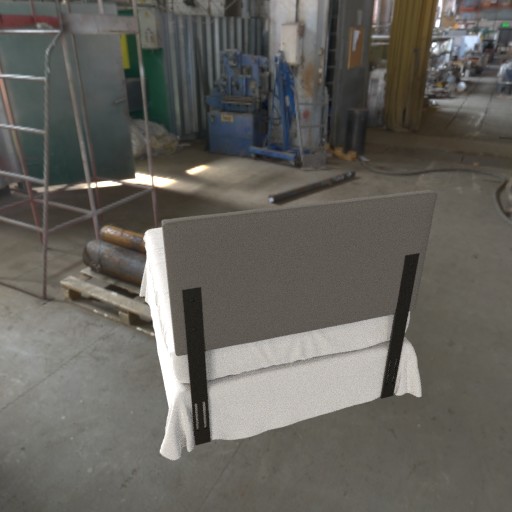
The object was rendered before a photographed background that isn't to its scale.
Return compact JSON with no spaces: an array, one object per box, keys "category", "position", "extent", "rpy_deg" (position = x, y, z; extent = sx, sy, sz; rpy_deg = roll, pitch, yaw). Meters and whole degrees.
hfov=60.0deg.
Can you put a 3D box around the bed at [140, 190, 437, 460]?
[{"category":"bed","position":[0.000,0.000,3.629],"extent":[1.936,1.577,2.222],"rpy_deg":[-8,28,-16]}]
